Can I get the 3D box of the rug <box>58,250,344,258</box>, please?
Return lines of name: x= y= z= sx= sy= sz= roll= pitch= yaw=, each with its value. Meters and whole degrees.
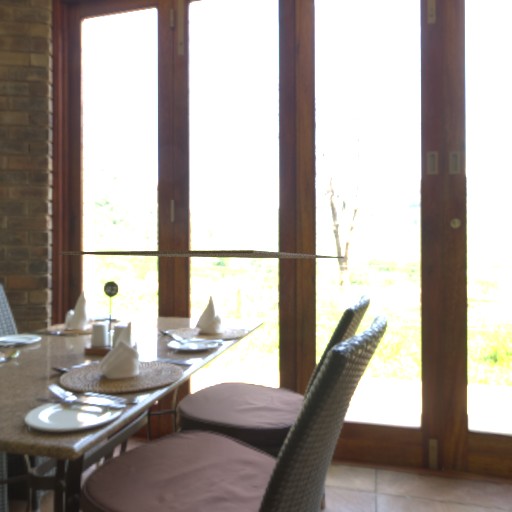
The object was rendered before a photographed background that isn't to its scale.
rug: x=0.000 y=0.000 z=2.669 sx=0.767 sy=0.012 sz=2.430 roll=0 pitch=-1 yaw=18
